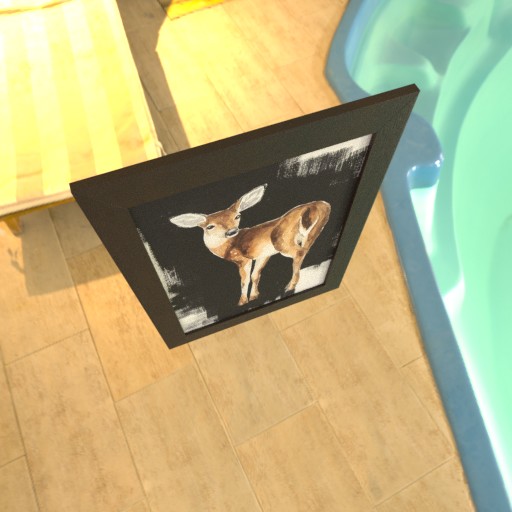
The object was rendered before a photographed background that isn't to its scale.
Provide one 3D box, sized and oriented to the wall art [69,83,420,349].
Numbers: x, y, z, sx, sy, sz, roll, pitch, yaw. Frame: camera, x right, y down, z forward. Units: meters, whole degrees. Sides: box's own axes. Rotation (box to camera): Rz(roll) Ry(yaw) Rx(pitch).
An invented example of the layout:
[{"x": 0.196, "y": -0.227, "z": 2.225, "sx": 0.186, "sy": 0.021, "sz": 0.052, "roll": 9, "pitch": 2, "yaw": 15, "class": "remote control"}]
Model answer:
[{"x": 0.000, "y": 0.000, "z": 0.654, "sx": 0.359, "sy": 0.508, "sz": 0.013, "roll": -19, "pitch": 64, "yaw": -10, "class": "wall art"}]
